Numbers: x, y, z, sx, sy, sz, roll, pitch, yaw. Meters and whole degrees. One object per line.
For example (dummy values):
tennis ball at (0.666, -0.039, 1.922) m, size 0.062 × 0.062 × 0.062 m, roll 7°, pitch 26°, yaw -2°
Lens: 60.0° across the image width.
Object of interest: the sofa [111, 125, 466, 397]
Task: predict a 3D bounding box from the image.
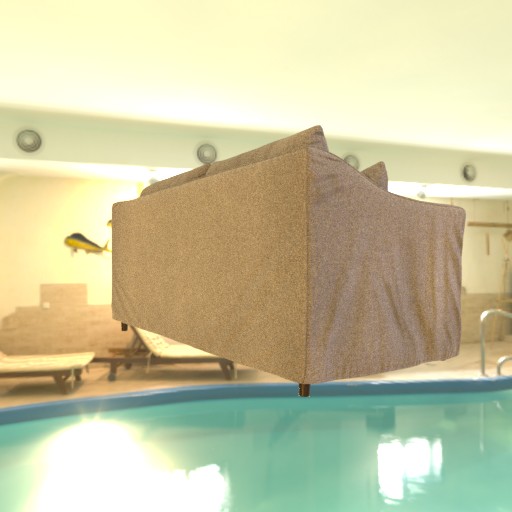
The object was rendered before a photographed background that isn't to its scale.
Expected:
sofa at (0.000, 0.000, 2.595) m, size 1.072 × 1.018 × 2.010 m, roll 0°, pitch -1°, yaw -37°
